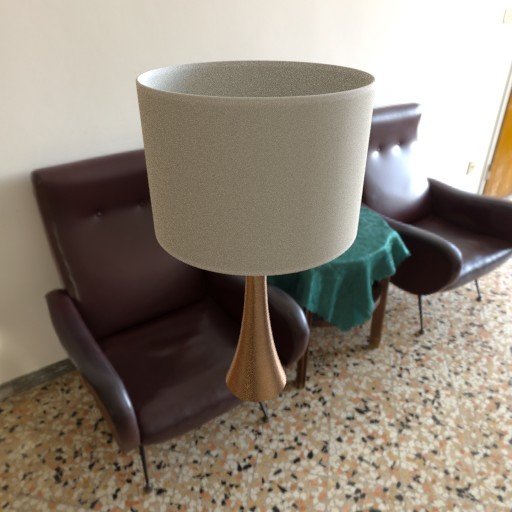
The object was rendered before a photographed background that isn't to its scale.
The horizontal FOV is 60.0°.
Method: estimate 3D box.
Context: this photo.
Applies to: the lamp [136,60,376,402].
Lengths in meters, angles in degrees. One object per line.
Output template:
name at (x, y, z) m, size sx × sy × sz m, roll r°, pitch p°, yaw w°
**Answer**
lamp at (0.000, 0.000, 0.626) m, size 0.268 × 0.479 × 0.268 m, roll 10°, pitch 32°, yaw 17°
